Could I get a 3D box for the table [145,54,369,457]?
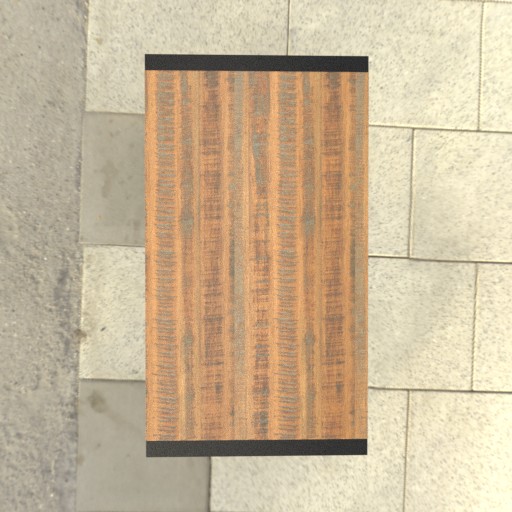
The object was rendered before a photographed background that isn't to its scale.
[{"bbox_3d":[0.000,0.000,1.689,0.750,0.400,1.350,0,91,-1],"label":"table"}]
